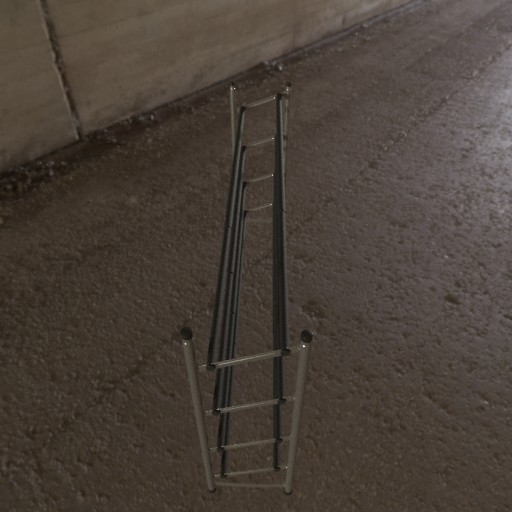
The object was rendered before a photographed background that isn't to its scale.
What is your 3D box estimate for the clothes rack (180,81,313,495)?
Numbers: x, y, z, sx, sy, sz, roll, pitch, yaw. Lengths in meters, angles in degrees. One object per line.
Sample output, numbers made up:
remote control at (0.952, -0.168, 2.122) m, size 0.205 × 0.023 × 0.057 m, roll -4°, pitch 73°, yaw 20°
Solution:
clothes rack at (0.000, 0.000, 1.401) m, size 0.229 × 0.672 × 1.168 m, roll 1°, pitch 42°, yaw 1°
